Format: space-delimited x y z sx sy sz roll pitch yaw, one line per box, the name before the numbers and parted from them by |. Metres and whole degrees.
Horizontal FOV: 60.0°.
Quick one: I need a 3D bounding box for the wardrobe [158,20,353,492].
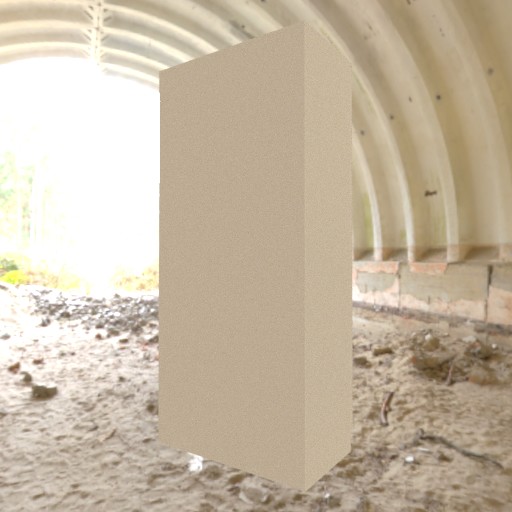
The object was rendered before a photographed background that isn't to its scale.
wardrobe | 0.000 0.000 2.007 0.760 1.700 0.470 0 -1 35
